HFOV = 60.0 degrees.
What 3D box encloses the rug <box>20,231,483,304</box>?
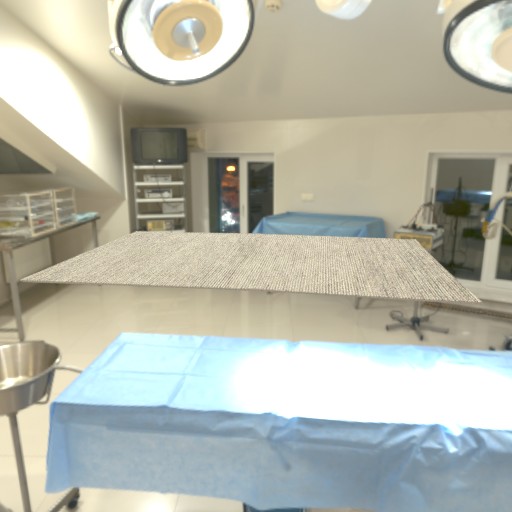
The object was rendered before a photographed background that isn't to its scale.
[{"bbox_3d":[0.000,0.000,2.257,1.804,0.022,1.162,2,13,9],"label":"rug"}]
